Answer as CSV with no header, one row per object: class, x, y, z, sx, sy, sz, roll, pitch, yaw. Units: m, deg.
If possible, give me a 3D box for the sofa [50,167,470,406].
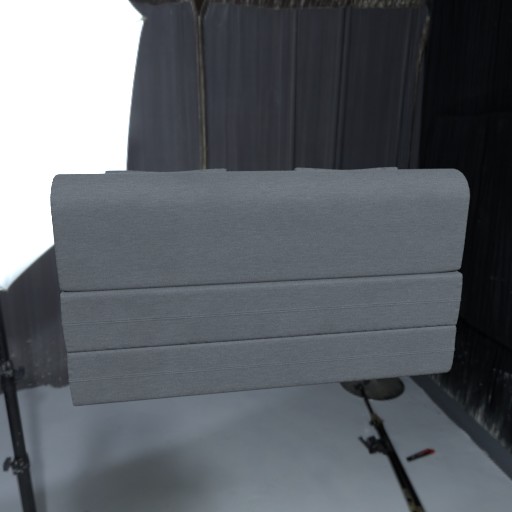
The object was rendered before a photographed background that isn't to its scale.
sofa,0.000,0.000,1.673,1.225,0.670,0.762,-2,15,-9
